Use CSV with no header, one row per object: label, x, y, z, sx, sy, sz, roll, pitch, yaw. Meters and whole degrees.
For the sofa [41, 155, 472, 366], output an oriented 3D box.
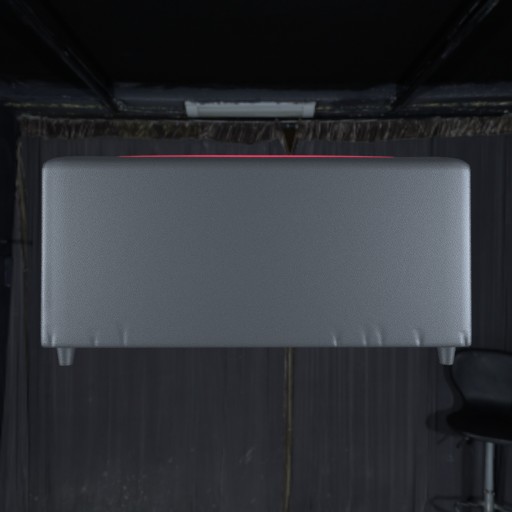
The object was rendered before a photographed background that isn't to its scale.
sofa,0.000,0.000,1.855,1.410,0.735,0.845,0,-1,-1
